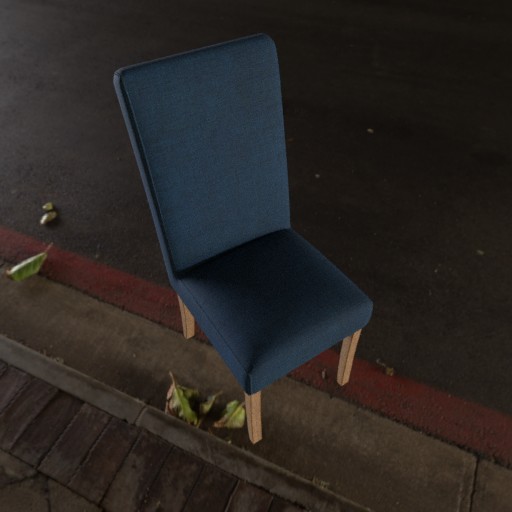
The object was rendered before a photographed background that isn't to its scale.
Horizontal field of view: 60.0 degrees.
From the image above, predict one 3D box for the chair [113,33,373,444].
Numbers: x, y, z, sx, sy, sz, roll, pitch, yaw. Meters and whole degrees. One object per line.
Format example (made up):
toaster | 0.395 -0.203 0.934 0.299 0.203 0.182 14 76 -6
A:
chair | 0.000 0.000 1.332 0.450 1.029 0.610 -25 52 -22
